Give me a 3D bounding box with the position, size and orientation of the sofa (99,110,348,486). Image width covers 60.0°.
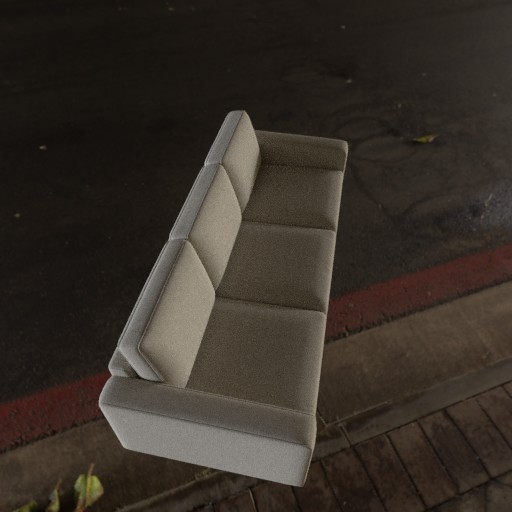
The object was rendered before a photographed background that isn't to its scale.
[{"bbox_3d":[0.000,0.000,2.563,0.900,0.800,2.160,9,48,8],"label":"sofa"}]
